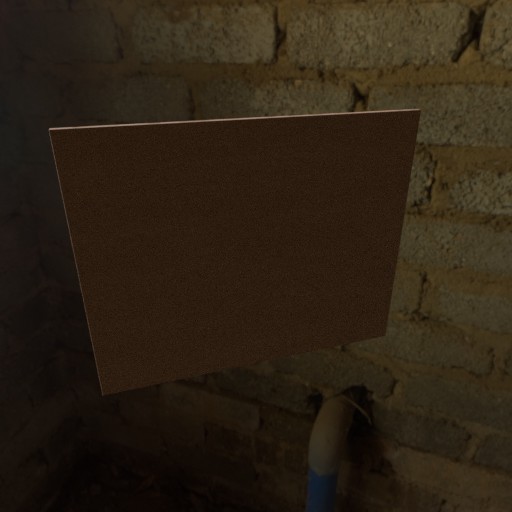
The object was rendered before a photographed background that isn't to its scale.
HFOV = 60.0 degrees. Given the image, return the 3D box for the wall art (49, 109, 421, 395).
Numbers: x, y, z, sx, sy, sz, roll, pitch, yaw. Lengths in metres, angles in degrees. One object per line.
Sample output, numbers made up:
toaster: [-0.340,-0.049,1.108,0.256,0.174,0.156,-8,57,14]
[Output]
wall art: [0.000,0.000,0.678,0.508,0.408,0.010,-8,28,-16]
